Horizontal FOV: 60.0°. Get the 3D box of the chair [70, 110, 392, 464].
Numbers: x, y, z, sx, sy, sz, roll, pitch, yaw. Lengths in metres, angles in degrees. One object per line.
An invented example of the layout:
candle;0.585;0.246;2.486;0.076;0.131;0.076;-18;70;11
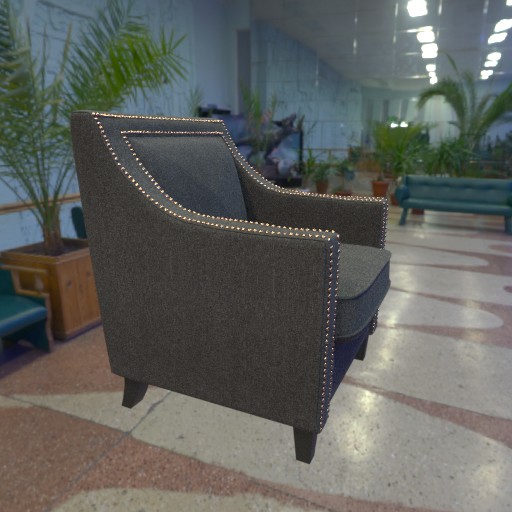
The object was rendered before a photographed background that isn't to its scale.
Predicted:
chair;0.000;0.000;1.566;0.884;0.967;0.776;7;17;25
